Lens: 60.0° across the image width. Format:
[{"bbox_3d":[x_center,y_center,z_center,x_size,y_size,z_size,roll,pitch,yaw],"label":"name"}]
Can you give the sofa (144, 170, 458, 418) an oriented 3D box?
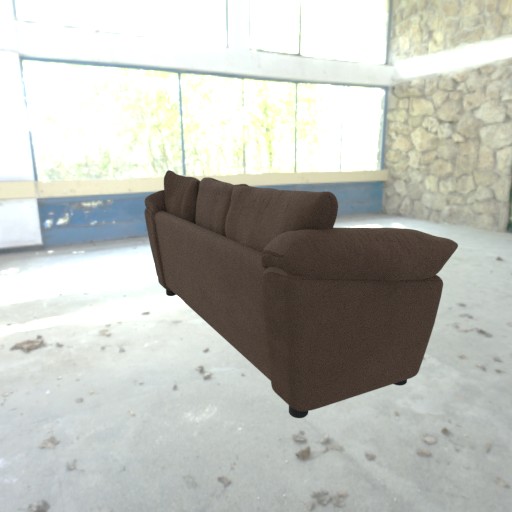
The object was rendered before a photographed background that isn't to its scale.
[{"bbox_3d":[0.000,0.000,2.860,0.878,1.015,2.336,-7,15,-27],"label":"sofa"}]
